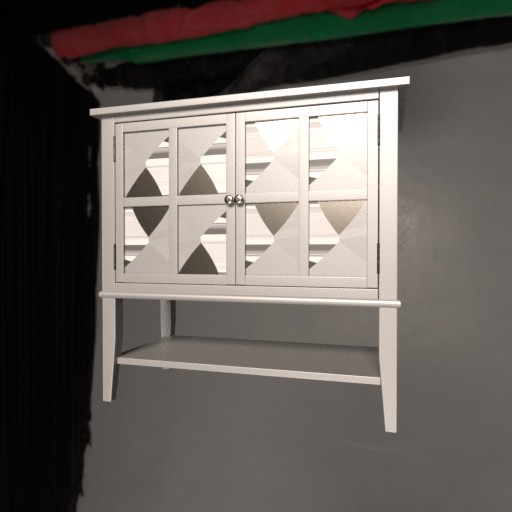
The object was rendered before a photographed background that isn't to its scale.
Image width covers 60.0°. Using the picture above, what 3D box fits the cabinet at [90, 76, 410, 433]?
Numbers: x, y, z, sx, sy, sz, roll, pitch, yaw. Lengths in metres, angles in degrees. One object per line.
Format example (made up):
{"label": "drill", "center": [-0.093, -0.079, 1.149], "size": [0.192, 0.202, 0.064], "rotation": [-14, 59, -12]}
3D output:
{"label": "cabinet", "center": [0.000, 0.000, 1.256], "size": [0.801, 0.780, 0.396], "rotation": [0, 1, 16]}
